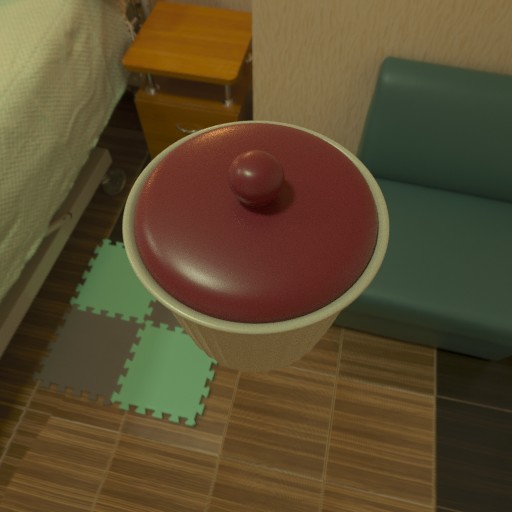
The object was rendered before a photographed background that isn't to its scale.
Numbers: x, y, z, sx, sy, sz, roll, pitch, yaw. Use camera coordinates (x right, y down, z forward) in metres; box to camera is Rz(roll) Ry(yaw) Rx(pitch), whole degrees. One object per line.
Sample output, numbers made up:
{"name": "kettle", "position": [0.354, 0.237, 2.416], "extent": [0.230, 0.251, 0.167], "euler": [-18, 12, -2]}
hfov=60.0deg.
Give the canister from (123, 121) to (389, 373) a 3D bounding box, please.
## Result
{"name": "canister", "position": [0.000, 0.000, 0.353], "extent": [0.181, 0.211, 0.181], "euler": [0, 58, 0]}
